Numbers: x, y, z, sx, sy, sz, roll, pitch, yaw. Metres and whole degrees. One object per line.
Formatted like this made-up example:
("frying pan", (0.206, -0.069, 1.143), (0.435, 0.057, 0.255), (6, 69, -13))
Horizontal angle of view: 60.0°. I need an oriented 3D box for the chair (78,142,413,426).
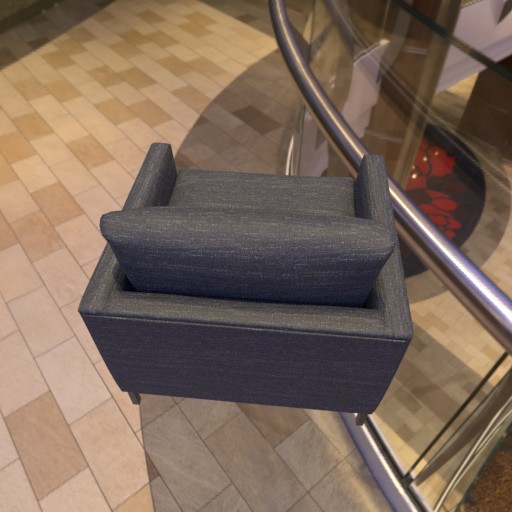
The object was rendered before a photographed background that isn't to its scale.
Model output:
("chair", (0.000, 0.000, 1.637), (0.963, 0.861, 0.866), (4, 48, 4))
